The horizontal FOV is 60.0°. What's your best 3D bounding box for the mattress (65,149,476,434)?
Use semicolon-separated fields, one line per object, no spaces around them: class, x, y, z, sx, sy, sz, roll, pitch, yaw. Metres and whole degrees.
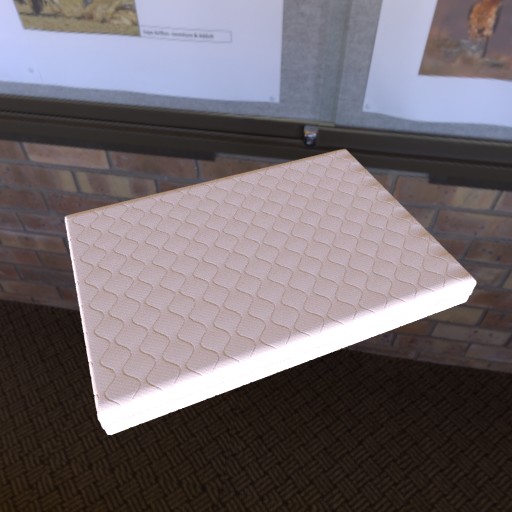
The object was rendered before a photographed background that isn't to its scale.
mattress;0.000;0.000;2.608;2.000;0.200;1.400;-16;48;-15
